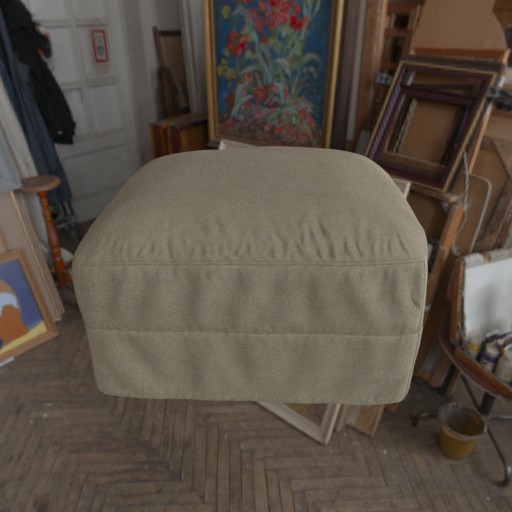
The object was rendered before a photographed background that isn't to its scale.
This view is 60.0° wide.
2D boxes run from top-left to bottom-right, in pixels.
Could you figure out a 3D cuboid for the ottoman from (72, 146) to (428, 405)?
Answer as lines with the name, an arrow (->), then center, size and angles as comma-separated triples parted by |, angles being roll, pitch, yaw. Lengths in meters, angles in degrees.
ottoman -> 0.000, 0.000, 1.091 | 0.712, 0.480, 0.584 | 1, 29, 3
